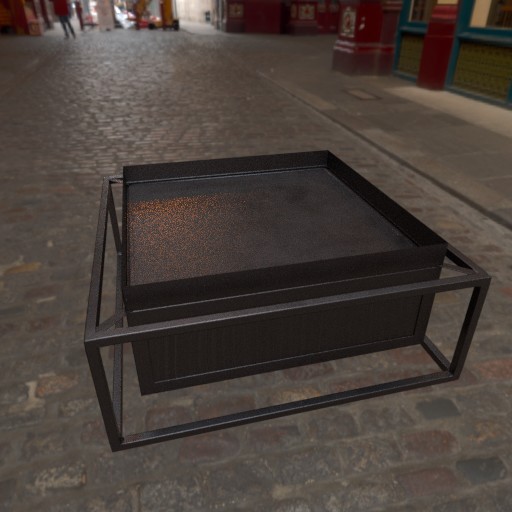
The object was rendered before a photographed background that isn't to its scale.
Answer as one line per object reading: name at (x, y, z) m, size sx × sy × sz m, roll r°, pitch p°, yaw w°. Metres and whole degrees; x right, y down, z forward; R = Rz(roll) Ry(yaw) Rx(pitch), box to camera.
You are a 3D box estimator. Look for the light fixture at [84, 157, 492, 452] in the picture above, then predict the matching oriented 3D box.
light fixture at (0.000, 0.000, 0.673) m, size 0.441 × 0.191 × 0.441 m, roll -7°, pitch 31°, yaw -12°
